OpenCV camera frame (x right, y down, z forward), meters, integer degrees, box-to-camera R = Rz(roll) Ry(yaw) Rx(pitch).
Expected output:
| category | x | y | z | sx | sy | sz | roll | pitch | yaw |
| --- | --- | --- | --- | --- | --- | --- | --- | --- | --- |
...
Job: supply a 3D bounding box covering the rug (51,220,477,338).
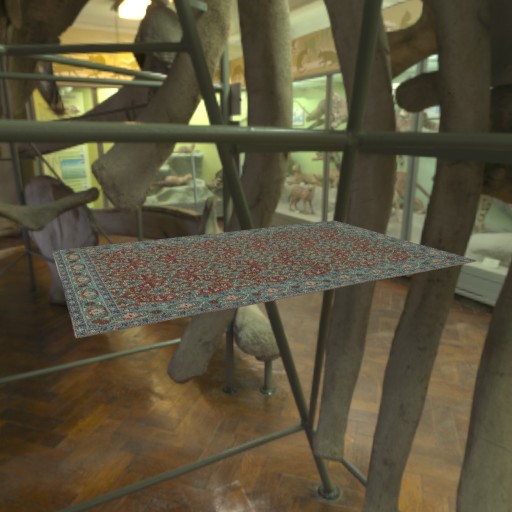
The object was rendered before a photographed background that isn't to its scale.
| category | x | y | z | sx | sy | sz | roll | pitch | yaw |
| --- | --- | --- | --- | --- | --- | --- | --- | --- | --- |
| rug | 0.000 | 0.000 | 2.990 | 2.439 | 0.011 | 1.533 | -8 | 17 | -26 |
